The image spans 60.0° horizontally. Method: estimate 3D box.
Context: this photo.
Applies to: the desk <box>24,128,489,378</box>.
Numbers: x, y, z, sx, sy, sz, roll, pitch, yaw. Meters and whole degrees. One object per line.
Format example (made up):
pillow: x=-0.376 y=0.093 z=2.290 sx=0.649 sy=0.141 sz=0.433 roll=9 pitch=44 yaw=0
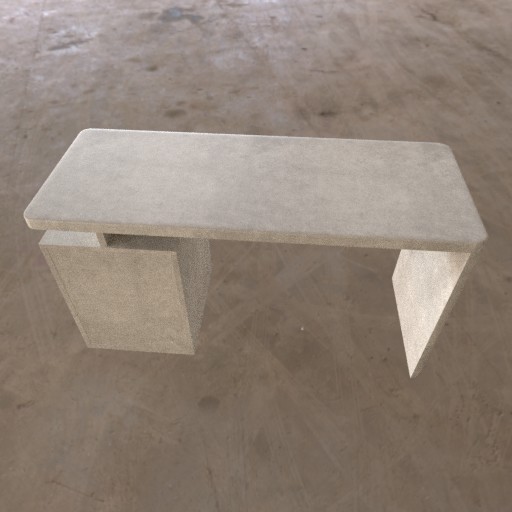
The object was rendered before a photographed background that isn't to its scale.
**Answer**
desk: x=0.000 y=0.000 z=1.761 sx=1.400 sy=0.755 sz=0.550 roll=3 pitch=45 yaw=3
